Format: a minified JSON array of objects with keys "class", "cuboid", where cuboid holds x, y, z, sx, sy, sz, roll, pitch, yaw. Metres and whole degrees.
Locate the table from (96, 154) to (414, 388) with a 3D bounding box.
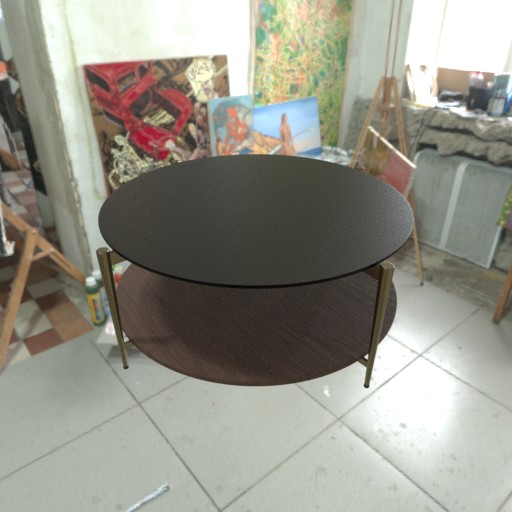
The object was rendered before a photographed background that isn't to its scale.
[{"class":"table","cuboid":[0.000,0.000,1.478,0.938,0.400,0.938,11,32,18]}]
